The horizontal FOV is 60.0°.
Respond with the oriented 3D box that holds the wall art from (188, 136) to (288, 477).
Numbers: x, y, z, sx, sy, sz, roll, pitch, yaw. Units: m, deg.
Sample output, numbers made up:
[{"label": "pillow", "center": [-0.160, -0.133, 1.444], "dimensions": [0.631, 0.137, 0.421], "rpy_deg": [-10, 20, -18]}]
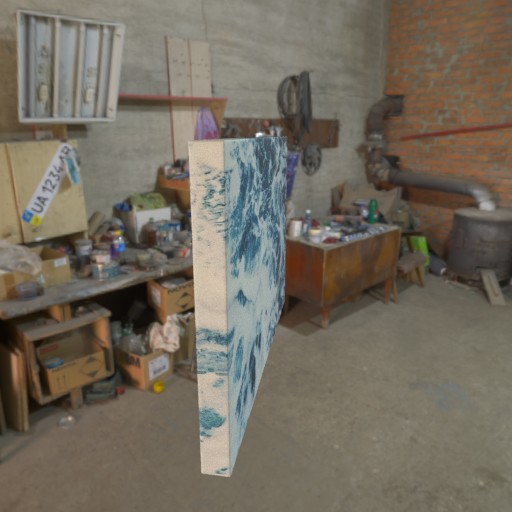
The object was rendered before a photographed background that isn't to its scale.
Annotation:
[{"label": "wall art", "center": [0.000, 0.000, 0.788], "dimensions": [0.043, 0.407, 0.609], "rpy_deg": [3, 16, 10]}]
